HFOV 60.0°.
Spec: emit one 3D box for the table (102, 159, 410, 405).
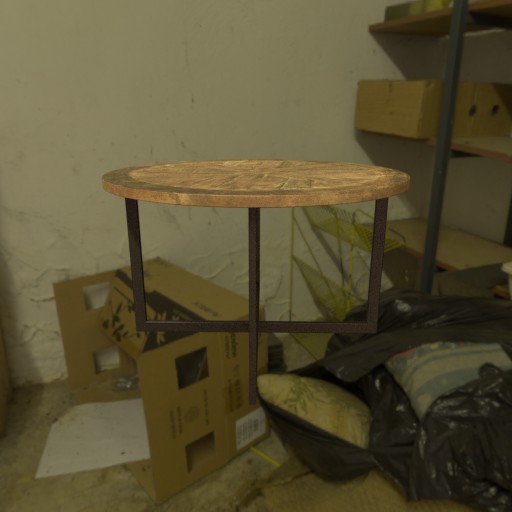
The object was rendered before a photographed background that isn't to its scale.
[{"bbox_3d":[0.000,0.000,2.024,1.264,0.762,1.264,0,17,0],"label":"table"}]
